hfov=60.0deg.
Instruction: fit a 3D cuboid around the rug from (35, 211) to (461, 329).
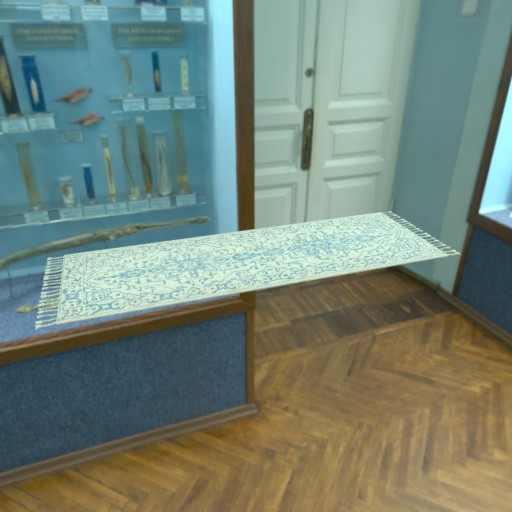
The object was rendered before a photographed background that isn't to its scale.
[{"bbox_3d":[0.000,0.000,2.743,2.449,0.011,0.774,-9,28,-16],"label":"rug"}]
